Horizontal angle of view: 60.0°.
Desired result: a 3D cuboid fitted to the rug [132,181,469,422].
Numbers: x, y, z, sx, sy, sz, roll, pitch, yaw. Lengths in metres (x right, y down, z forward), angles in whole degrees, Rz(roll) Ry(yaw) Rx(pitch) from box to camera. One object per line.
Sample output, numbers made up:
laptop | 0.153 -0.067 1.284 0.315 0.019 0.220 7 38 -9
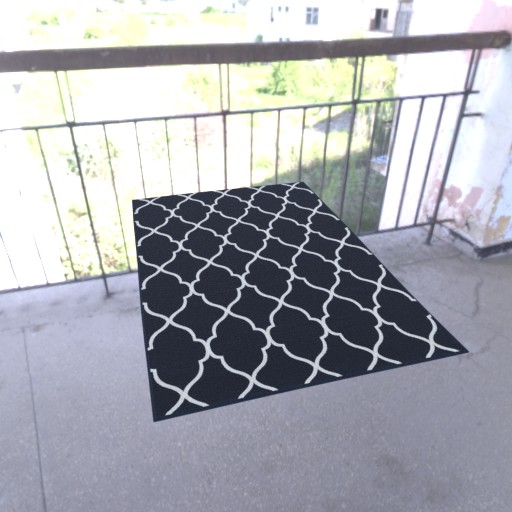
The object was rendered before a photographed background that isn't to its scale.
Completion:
rug | 0.000 0.000 2.923 1.526 0.014 2.290 -8 32 -13
